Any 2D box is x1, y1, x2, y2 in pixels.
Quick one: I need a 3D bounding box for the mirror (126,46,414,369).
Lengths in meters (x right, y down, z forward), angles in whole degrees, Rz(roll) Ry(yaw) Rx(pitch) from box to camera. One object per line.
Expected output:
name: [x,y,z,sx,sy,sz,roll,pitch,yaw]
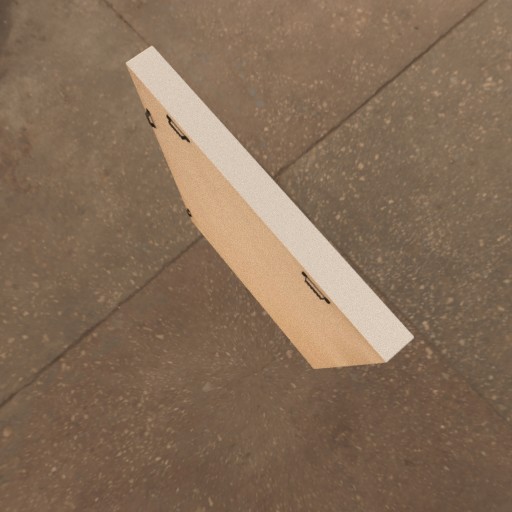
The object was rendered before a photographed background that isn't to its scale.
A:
mirror: [0.000,0.000,0.684,0.041,0.509,0.406,-38,78,-9]
